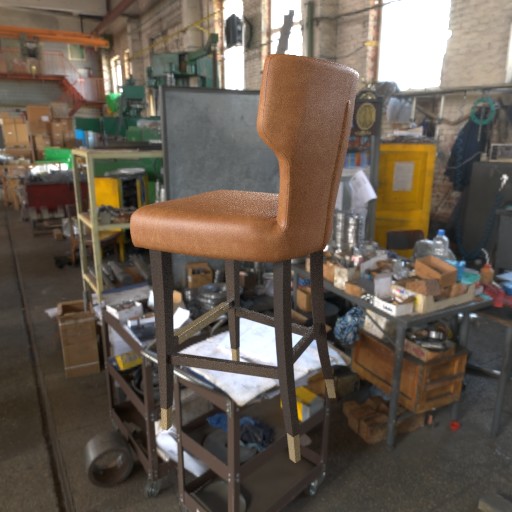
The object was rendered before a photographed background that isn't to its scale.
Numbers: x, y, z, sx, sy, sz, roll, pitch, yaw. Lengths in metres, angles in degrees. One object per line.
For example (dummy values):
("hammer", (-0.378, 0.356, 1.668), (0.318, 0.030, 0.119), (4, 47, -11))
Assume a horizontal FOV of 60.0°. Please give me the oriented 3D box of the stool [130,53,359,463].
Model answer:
("stool", (0.000, 0.000, 1.397), (0.563, 1.092, 0.526), (8, 17, 26))
